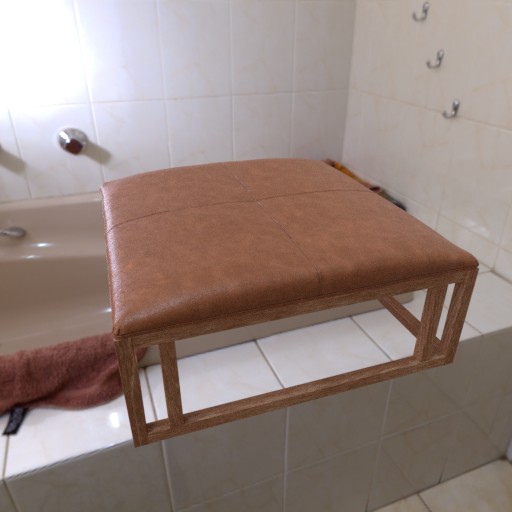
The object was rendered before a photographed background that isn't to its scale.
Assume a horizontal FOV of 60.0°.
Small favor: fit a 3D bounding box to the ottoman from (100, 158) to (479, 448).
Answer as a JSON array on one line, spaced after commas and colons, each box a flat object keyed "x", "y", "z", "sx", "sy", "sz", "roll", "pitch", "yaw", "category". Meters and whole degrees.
[{"x": 0.000, "y": 0.000, "z": 1.610, "sx": 1.013, "sy": 0.442, "sz": 1.016, "roll": -9, "pitch": 30, "yaw": -16, "category": "ottoman"}]
